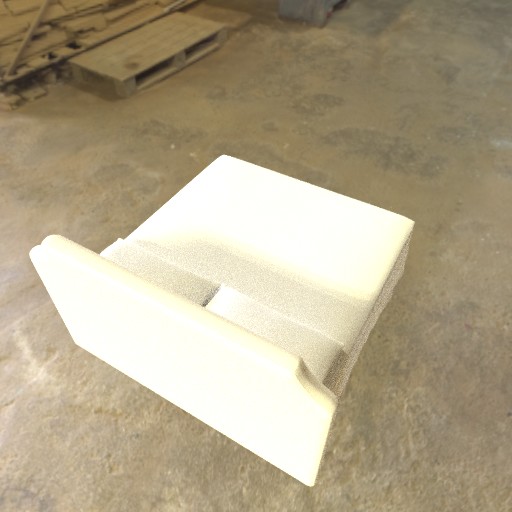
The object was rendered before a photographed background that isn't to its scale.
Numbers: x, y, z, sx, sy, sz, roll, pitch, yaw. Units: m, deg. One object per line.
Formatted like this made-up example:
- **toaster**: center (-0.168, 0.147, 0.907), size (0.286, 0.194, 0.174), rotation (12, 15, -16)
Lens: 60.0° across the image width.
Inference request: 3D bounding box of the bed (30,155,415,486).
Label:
- **bed**: center (0.000, 0.000, 3.449), size (2.160, 1.301, 2.204), rotation (23, 51, 21)
